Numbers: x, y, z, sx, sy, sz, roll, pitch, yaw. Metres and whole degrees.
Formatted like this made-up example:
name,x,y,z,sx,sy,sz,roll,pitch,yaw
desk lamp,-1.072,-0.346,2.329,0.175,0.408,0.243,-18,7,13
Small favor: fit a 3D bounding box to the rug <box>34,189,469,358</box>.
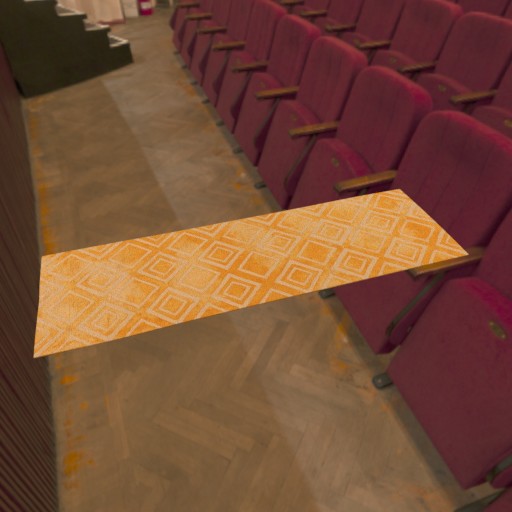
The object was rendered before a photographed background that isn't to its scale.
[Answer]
name,x,y,z,sx,sy,sz,roll,pitch,yaw
rug,0.000,0.000,2.640,2.438,0.010,0.775,-12,42,-13
